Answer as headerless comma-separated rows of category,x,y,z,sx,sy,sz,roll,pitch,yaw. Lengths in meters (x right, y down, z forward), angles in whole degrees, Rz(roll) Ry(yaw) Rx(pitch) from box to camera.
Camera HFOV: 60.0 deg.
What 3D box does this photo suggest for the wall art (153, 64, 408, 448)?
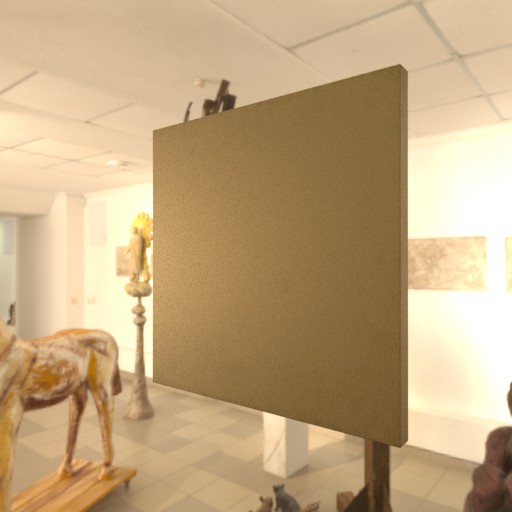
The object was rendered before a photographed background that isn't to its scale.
wall art,0.000,0.000,0.748,0.503,0.506,0.030,0,0,38
